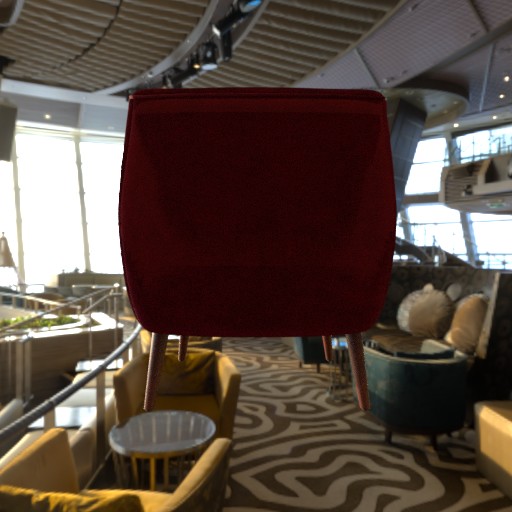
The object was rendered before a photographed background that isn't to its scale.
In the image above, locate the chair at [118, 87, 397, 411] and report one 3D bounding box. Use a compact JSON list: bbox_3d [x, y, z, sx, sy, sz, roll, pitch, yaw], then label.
[{"bbox_3d":[0.000,0.000,1.439,0.762,0.838,0.787,0,0,0],"label":"chair"}]
